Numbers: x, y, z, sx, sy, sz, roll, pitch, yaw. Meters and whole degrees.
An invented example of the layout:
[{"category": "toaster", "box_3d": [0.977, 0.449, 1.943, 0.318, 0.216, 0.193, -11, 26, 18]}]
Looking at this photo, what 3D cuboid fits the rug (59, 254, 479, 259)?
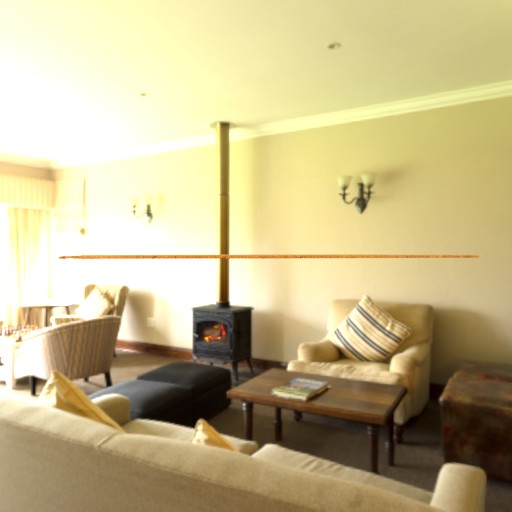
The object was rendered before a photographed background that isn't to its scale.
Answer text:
[{"category": "rug", "box_3d": [0.000, 0.000, 3.006, 2.292, 0.014, 1.528, 0, 0, -18]}]
